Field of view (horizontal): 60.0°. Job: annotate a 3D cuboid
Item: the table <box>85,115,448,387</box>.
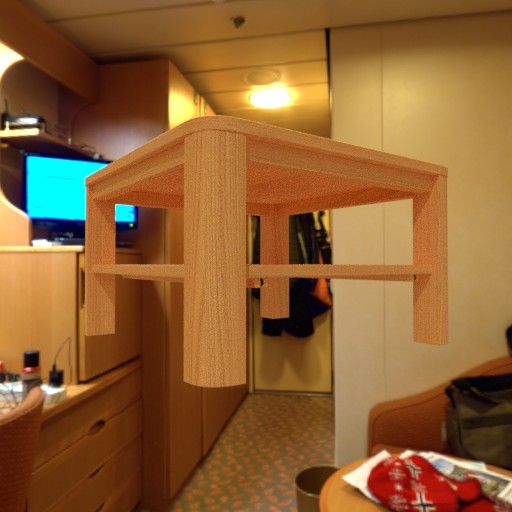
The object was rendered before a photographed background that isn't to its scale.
[{"bbox_3d":[0.000,0.000,1.229,0.750,0.450,0.750,1,-1,-36],"label":"table"}]
